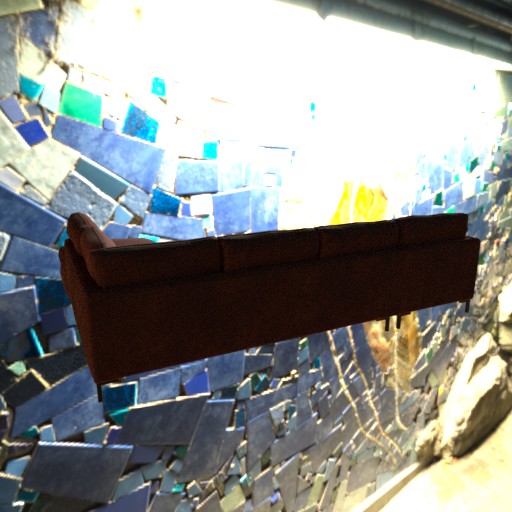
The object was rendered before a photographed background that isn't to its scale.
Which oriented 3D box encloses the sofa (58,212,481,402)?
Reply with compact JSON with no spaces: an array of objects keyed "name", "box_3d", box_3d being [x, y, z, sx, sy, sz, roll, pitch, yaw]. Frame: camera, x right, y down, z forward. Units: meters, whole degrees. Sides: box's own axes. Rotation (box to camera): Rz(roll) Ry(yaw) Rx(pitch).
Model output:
[{"name":"sofa","box_3d":[0.000,0.000,3.445,2.736,0.757,1.879,-7,16,-26]}]
